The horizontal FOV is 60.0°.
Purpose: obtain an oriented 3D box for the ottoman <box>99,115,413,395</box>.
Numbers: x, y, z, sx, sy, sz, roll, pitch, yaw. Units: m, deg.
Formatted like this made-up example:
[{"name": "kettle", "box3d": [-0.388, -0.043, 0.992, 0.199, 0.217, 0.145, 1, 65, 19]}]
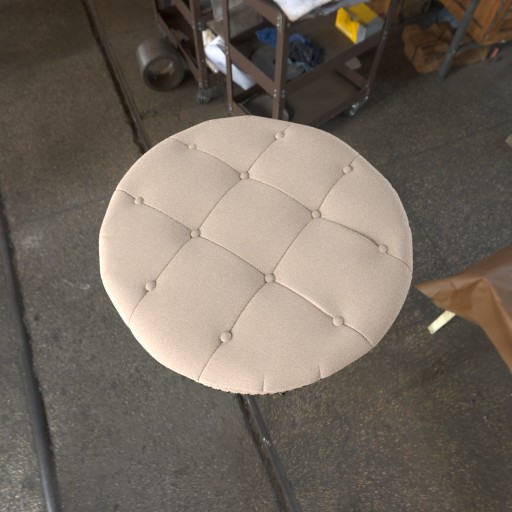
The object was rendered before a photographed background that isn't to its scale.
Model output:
[{"name": "ottoman", "box3d": [0.000, 0.000, 1.412, 0.901, 0.439, 0.901, 0, 62, 0]}]
